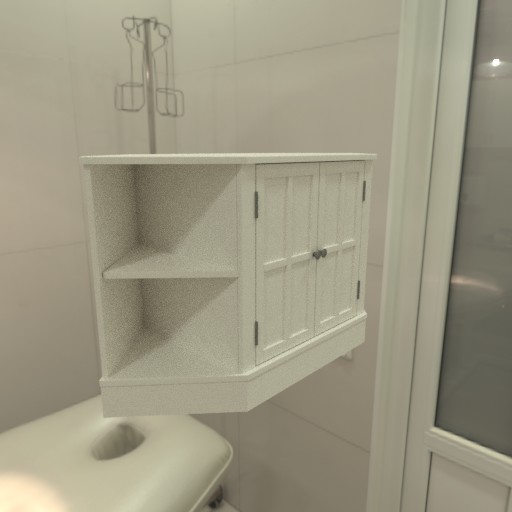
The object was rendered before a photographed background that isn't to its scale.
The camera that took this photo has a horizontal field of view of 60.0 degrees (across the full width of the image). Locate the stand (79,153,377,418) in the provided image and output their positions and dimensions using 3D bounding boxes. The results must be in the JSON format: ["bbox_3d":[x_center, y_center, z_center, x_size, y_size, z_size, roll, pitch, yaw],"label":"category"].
[{"bbox_3d":[0.000,0.000,1.371,0.477,0.614,1.072,13,18,42],"label":"stand"}]
